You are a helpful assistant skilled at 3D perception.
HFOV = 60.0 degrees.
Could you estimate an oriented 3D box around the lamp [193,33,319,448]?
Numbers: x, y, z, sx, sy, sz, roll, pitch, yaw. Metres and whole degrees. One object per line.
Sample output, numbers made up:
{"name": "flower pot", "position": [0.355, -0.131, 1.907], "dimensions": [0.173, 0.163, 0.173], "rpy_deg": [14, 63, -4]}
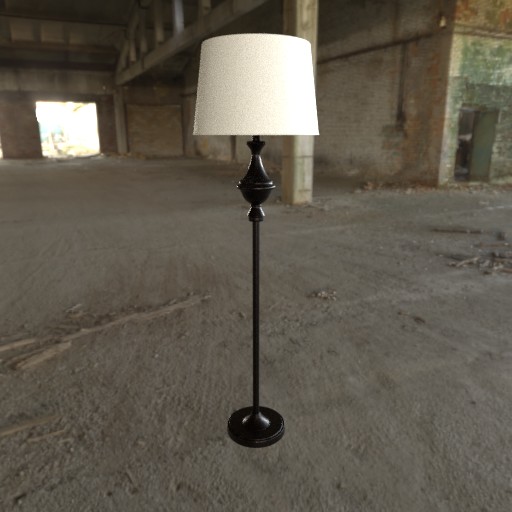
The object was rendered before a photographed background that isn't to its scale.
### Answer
{"name": "lamp", "position": [0.000, 0.000, 1.641], "dimensions": [0.431, 1.484, 0.431], "rpy_deg": [0, 15, 0]}
